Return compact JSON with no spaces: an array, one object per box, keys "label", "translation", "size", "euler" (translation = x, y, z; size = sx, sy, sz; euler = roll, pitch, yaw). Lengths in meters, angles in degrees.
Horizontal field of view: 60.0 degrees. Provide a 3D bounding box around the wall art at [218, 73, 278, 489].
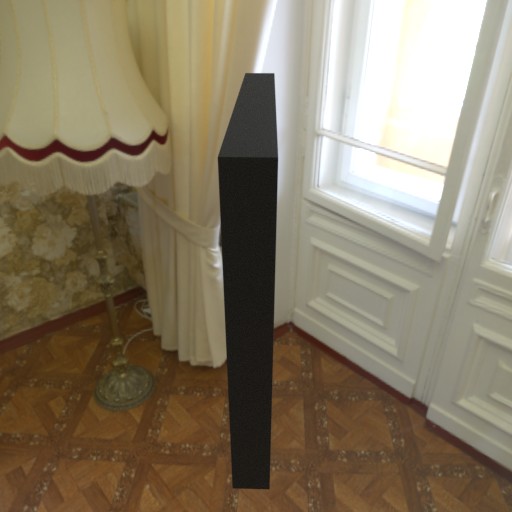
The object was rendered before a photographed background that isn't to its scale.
[{"label":"wall art","translation":[0.000,0.000,0.451],"size":[0.033,0.304,0.305],"euler":[1,30,1]}]
